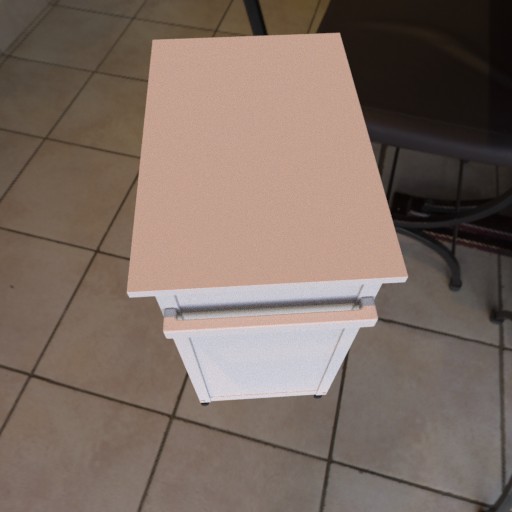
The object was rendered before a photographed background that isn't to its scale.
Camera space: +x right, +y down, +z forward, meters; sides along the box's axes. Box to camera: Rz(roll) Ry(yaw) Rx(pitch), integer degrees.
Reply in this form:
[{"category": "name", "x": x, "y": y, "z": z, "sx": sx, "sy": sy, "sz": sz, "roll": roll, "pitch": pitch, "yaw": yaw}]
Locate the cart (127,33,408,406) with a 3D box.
[{"category": "cart", "x": 0.000, "y": 0.000, "z": 1.230, "sx": 0.442, "sy": 0.864, "sz": 0.683, "roll": -3, "pitch": 58, "yaw": -2}]
